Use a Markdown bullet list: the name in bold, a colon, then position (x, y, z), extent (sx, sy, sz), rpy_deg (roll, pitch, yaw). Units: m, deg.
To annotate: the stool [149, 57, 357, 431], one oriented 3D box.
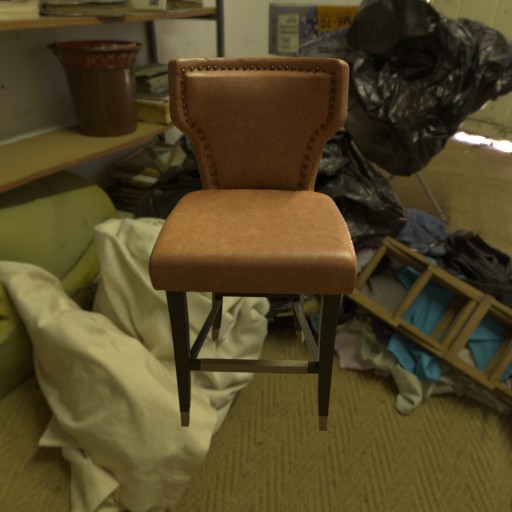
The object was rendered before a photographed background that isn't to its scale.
- **stool**: position (0.000, 0.000, 1.380), extent (0.526, 1.092, 0.563), rpy_deg (1, 31, 2)
